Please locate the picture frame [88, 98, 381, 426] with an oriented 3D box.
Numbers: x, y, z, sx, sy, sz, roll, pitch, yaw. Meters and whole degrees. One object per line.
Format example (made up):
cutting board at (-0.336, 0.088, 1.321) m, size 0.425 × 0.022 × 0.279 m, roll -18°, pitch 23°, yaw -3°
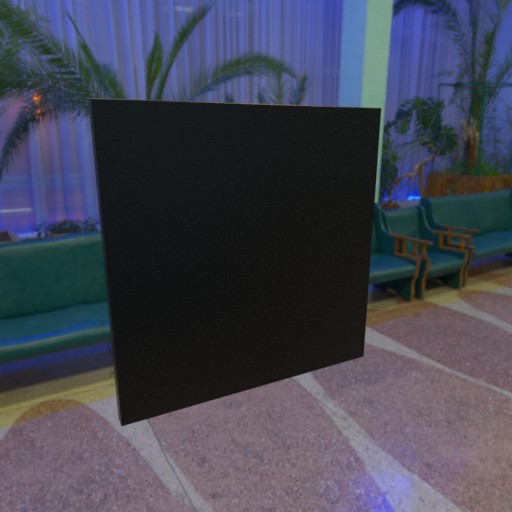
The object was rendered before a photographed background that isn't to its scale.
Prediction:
picture frame at (0.000, 0.000, 0.858) m, size 0.559 × 0.557 × 0.029 m, roll -8°, pitch 17°, yaw -27°
